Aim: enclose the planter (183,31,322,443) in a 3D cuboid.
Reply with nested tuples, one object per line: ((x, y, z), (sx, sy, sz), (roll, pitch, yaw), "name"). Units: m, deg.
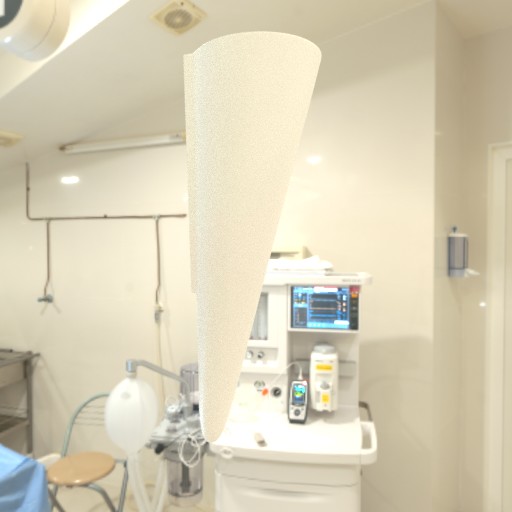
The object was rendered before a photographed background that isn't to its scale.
((0.000, 0.000, 0.220), (0.064, 0.193, 0.057), (0, 1, 18), "planter")
